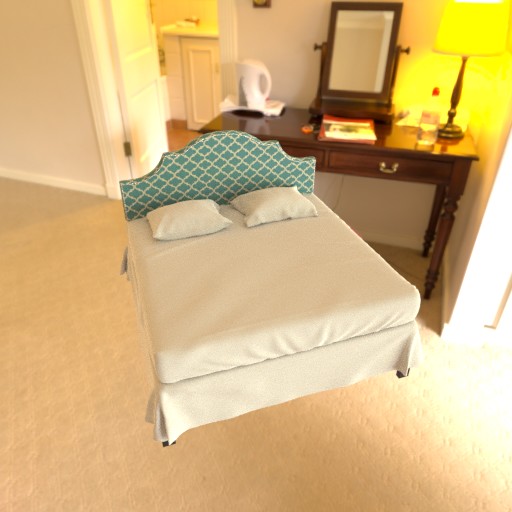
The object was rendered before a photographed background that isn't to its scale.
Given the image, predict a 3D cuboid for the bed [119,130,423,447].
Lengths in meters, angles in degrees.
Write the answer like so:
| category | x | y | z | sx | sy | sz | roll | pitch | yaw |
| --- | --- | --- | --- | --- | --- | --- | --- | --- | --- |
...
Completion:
| category | x | y | z | sx | sy | sz | roll | pitch | yaw |
| --- | --- | --- | --- | --- | --- | --- | --- | --- | --- |
| bed | 0.000 | 0.000 | 3.798 | 2.314 | 1.601 | 2.222 | -10 | 34 | -16 |
